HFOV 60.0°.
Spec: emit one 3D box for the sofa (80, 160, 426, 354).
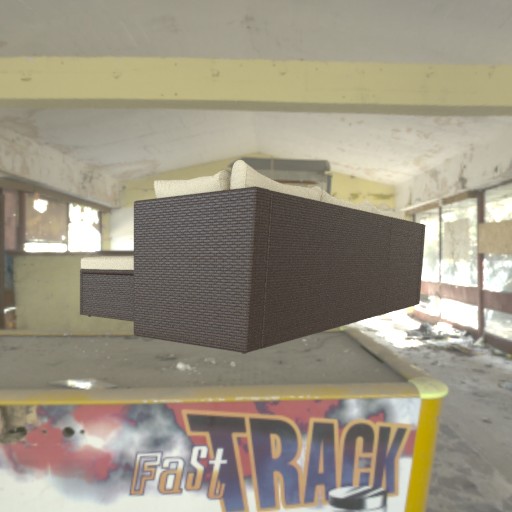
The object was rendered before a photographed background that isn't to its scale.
[{"bbox_3d":[0.000,0.000,2.970,1.612,0.766,2.192,0,-1,36],"label":"sofa"}]
